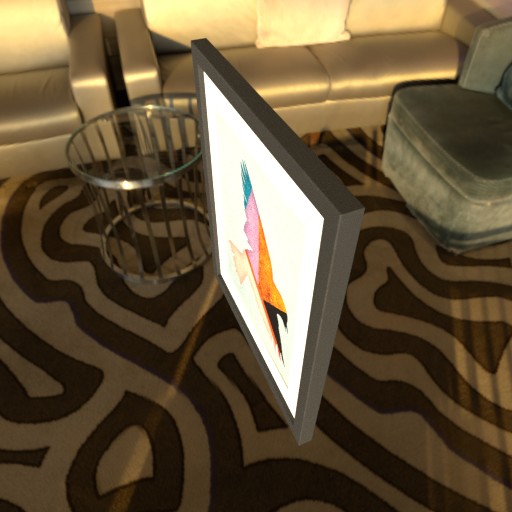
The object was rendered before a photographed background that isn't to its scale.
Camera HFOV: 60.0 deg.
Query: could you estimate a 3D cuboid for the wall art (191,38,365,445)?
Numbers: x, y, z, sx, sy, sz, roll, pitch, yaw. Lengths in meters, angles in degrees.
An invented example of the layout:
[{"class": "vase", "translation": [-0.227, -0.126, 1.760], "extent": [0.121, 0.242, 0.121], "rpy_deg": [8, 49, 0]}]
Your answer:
[{"class": "wall art", "translation": [0.000, 0.000, 0.759], "extent": [0.028, 0.558, 0.457], "rpy_deg": [-17, 49, -16]}]
